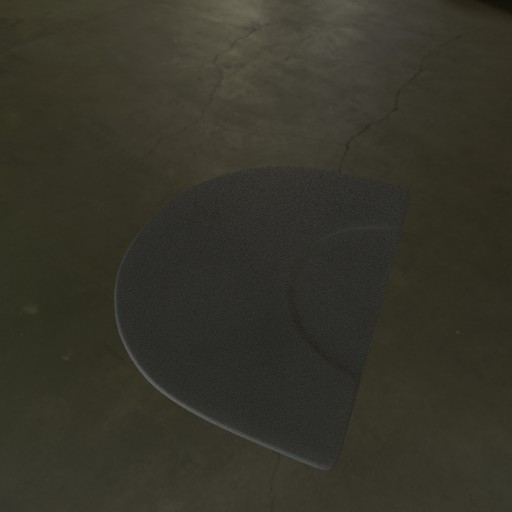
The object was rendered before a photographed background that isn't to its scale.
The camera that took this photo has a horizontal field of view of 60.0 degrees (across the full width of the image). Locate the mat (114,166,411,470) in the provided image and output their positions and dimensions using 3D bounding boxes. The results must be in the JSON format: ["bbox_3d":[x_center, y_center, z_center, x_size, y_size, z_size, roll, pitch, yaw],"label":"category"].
[{"bbox_3d":[0.000,0.000,1.586,0.917,0.016,1.220,17,48,15],"label":"mat"}]
